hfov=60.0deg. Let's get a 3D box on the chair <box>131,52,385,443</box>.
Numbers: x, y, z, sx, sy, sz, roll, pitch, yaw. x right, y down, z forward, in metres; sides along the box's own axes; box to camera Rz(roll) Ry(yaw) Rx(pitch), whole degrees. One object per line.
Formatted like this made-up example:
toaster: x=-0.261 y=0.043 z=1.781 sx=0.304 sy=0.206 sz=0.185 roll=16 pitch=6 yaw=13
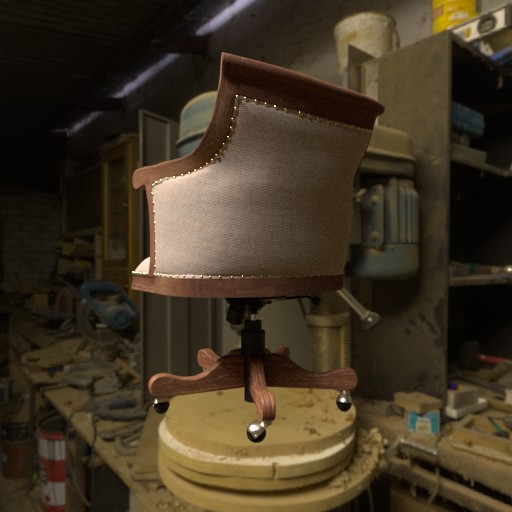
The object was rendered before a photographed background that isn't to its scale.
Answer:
chair: x=0.000 y=0.000 z=1.434 sx=0.656 sy=0.965 sz=0.689 roll=0 pitch=0 yaw=-37
